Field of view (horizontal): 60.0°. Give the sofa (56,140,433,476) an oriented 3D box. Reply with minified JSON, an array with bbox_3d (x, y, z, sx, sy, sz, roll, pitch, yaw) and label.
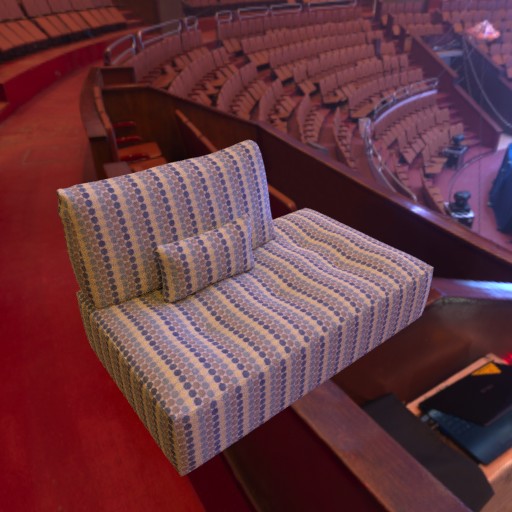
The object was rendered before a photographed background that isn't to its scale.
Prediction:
[{"bbox_3d":[0.000,0.000,2.023,1.450,0.820,1.000,-22,38,-32],"label":"sofa"}]
